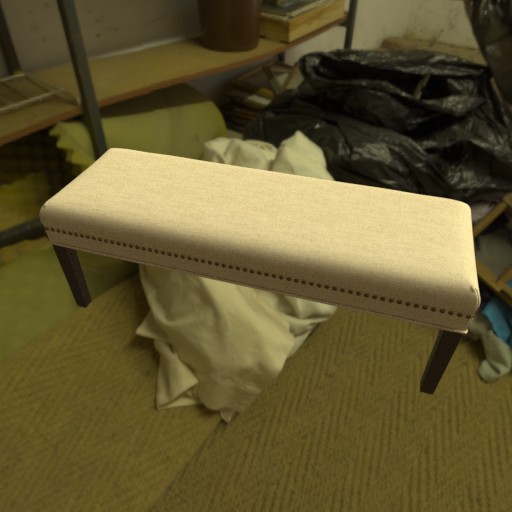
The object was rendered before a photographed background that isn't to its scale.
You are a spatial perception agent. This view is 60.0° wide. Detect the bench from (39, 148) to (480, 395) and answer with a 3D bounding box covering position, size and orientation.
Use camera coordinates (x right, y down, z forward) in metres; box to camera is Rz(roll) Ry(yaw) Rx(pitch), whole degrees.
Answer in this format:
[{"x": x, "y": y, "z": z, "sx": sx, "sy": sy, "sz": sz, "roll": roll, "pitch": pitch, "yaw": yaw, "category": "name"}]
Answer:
[{"x": 0.000, "y": 0.000, "z": 1.420, "sx": 1.219, "sy": 0.457, "sz": 0.410, "roll": 11, "pitch": 42, "yaw": 13, "category": "bench"}]
